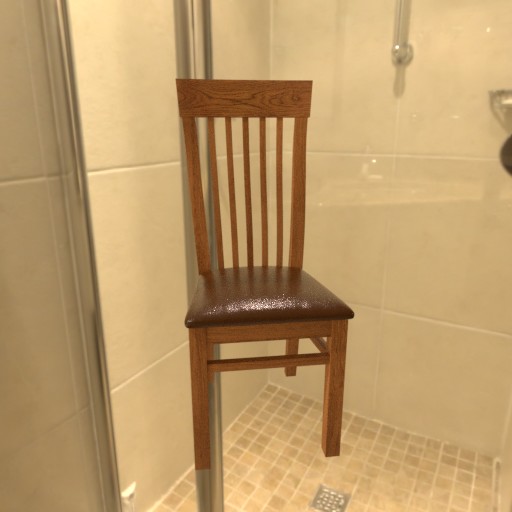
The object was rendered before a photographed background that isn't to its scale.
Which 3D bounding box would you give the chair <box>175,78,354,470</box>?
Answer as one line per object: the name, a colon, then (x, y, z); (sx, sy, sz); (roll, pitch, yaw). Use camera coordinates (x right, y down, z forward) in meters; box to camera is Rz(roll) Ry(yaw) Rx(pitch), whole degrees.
chair: (0.000, 0.000, 1.349); (0.450, 1.050, 0.580); (-2, 16, -7)
